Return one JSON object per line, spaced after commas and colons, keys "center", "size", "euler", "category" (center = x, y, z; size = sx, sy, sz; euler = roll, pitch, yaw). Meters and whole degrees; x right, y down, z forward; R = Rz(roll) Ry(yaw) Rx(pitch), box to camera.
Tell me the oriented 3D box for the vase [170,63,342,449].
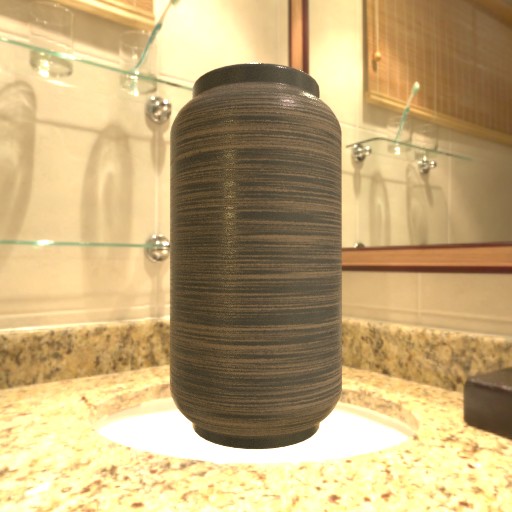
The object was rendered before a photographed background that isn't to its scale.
{"center": [0.000, 0.000, 0.305], "size": [0.116, 0.230, 0.116], "euler": [0, -1, 0], "category": "vase"}
